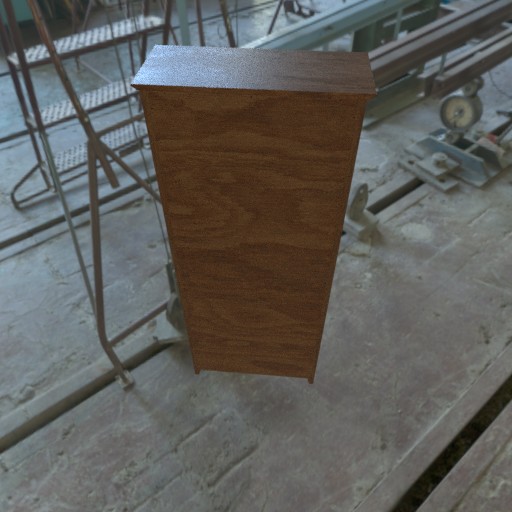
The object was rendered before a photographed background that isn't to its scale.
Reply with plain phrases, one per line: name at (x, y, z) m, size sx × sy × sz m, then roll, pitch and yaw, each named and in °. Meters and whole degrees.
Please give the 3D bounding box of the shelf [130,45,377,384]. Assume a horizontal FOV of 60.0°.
shelf at (0.000, 0.000, 2.238) m, size 0.805 × 1.905 × 0.335 m, roll 4°, pitch 46°, yaw 4°
